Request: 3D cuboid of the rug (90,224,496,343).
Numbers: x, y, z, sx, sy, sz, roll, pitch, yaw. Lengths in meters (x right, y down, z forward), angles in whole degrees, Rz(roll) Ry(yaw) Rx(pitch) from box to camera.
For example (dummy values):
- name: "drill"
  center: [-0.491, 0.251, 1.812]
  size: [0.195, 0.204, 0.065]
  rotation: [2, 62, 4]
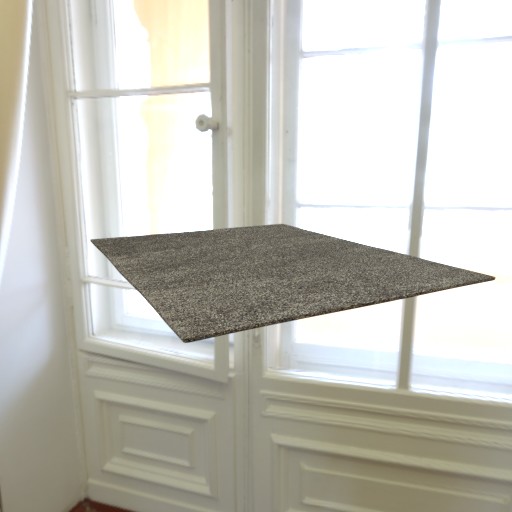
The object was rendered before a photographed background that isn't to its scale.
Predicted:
- name: "rug"
  center: [0.000, 0.000, 3.985]
  size: [2.401, 0.025, 3.000]
  rotation: [-7, 14, -27]
